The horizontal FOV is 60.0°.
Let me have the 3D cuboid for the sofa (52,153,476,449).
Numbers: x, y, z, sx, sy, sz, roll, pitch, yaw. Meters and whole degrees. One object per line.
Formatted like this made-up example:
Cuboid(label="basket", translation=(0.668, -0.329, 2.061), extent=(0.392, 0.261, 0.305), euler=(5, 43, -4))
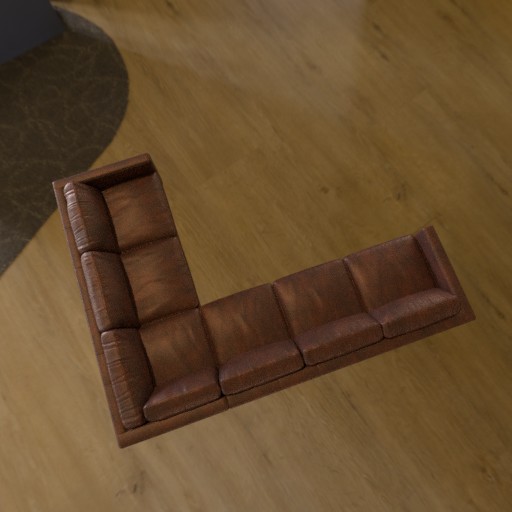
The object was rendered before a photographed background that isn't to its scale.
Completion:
Cuboid(label="sofa", translation=(0.000, 0.000, 4.194), extent=(3.152, 0.836, 2.438), euler=(-19, 76, -5))
